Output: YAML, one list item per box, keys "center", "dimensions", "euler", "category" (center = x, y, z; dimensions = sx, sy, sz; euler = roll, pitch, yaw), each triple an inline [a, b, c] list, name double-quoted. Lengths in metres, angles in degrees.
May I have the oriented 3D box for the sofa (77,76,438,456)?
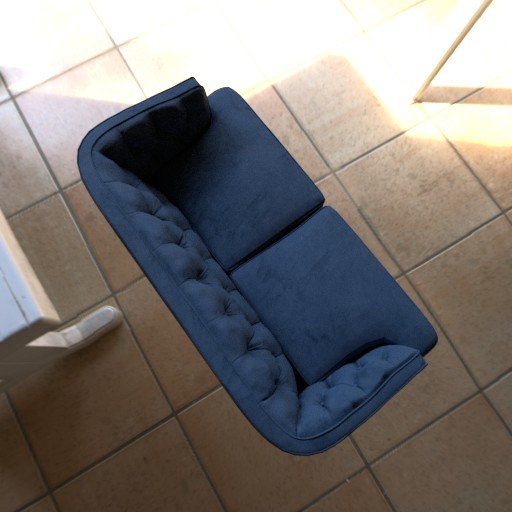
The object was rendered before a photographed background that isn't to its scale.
- center: [0.000, 0.000, 2.217]
  dimensions: [0.941, 0.854, 1.733]
  euler: [-36, 79, -8]
  category: "sofa"
